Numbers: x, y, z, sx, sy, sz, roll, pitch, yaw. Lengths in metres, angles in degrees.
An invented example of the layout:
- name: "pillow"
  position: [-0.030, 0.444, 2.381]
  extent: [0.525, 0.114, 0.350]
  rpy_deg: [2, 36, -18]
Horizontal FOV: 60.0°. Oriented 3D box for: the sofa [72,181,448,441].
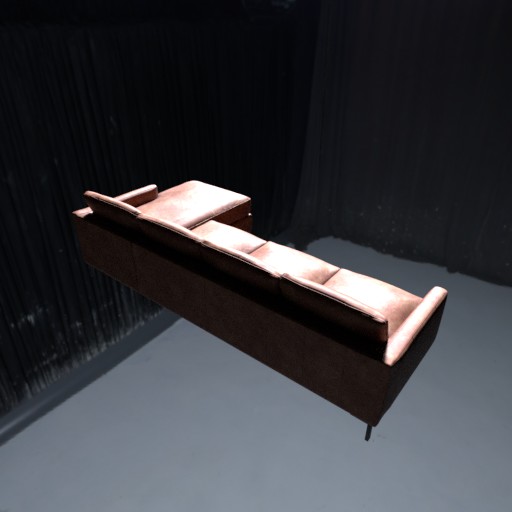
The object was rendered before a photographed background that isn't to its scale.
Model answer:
- name: "sofa"
  position: [0.000, 0.000, 3.677]
  extent: [2.993, 0.859, 1.471]
  rpy_deg: [22, 37, 33]
